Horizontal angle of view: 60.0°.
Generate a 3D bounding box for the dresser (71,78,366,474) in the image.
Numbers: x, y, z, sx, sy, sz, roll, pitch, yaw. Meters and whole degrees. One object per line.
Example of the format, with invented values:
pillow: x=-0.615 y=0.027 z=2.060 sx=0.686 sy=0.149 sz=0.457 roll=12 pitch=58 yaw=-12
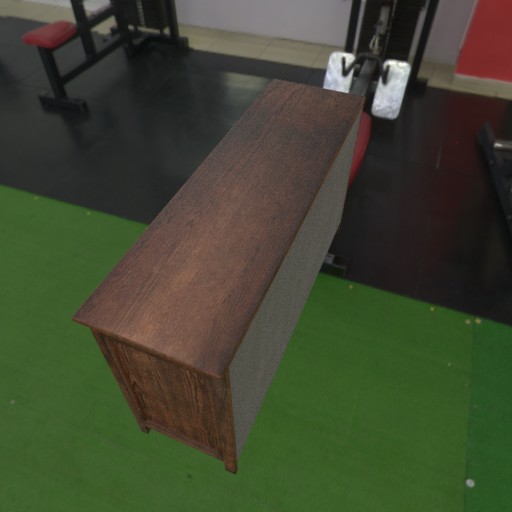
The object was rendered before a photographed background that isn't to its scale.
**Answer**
dresser: x=0.000 y=0.000 z=1.965 sx=0.463 sy=0.856 sz=1.551 roll=17 pitch=50 yaw=15
